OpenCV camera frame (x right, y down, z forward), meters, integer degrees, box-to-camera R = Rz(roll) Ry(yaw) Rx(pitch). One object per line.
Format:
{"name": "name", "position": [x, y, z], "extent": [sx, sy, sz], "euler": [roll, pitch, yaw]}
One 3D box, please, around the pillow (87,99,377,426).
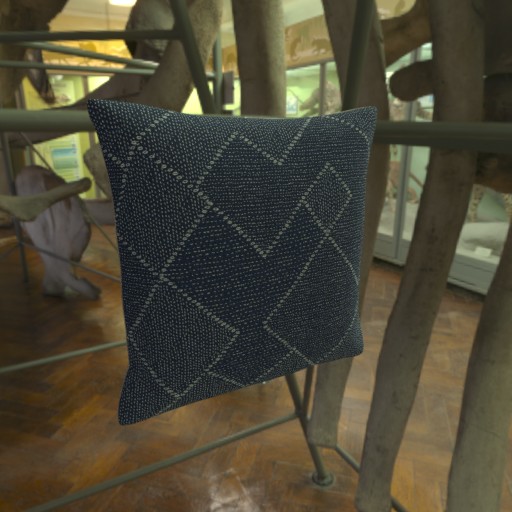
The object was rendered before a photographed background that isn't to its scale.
{"name": "pillow", "position": [0.000, 0.000, 0.654], "extent": [0.435, 0.428, 0.148], "euler": [-9, 19, -27]}
